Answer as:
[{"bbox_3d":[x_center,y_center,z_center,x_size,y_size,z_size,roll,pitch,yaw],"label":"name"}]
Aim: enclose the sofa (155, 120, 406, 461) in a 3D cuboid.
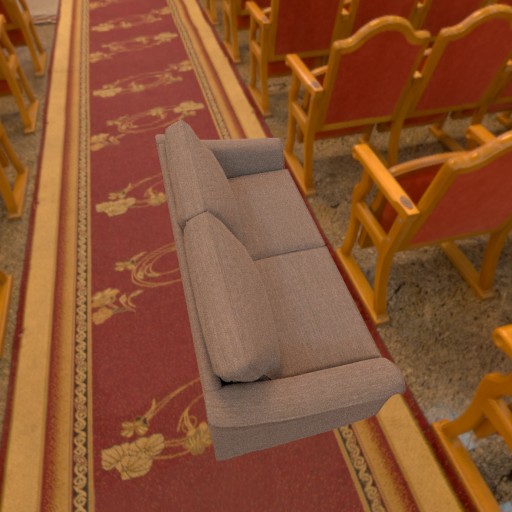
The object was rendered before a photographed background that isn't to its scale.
[{"bbox_3d":[0.000,0.000,2.838,0.980,0.965,2.270,-11,49,-10],"label":"sofa"}]
